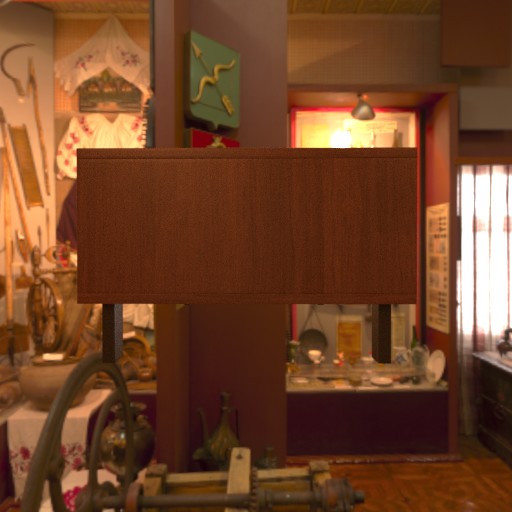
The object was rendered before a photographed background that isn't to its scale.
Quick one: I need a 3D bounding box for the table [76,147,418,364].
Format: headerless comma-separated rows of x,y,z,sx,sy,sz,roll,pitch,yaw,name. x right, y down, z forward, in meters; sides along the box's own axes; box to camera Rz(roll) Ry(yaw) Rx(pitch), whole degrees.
0.000,0.000,1.263,0.600,0.380,1.020,0,1,1,table
